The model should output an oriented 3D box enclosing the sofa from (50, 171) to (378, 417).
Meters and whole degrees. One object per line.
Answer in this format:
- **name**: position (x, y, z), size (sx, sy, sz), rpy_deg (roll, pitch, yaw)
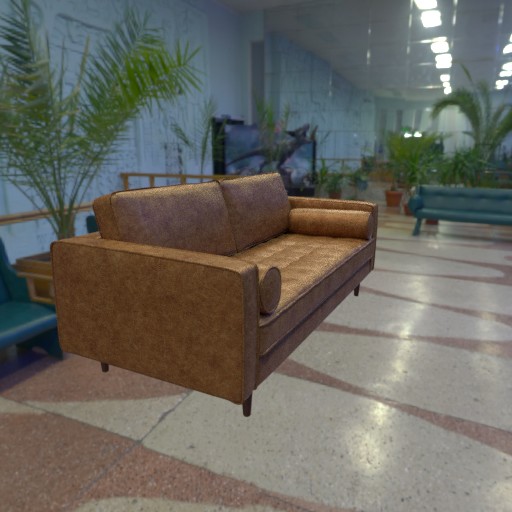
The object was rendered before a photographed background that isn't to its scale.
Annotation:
- **sofa**: position (0.000, 0.000, 2.437), size (0.924, 0.825, 1.920), rpy_deg (7, 16, 27)
